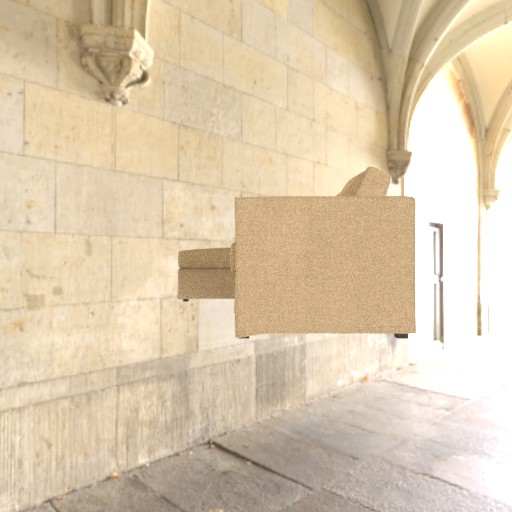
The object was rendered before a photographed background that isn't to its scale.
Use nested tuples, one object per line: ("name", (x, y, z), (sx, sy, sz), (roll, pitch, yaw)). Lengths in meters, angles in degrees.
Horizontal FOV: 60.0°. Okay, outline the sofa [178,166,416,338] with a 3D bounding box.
("sofa", (0.000, 0.000, 3.829), (1.650, 0.922, 3.205), (0, -1, 0))
